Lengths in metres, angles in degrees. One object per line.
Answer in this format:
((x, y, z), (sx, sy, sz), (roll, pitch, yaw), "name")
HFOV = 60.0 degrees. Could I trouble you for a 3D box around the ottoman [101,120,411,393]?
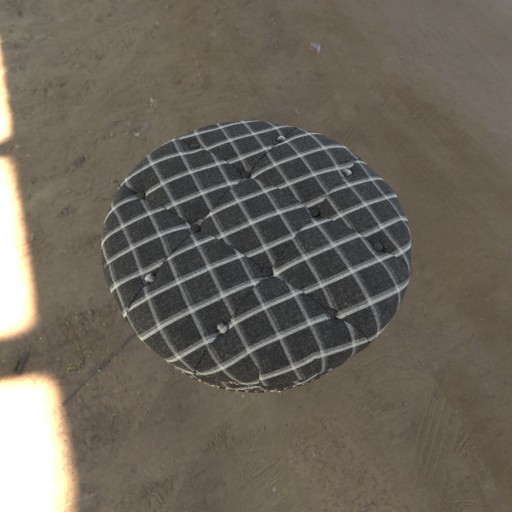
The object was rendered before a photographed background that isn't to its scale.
((0.000, 0.000, 1.424), (0.901, 0.439, 0.901), (0, 59, 0), "ottoman")
